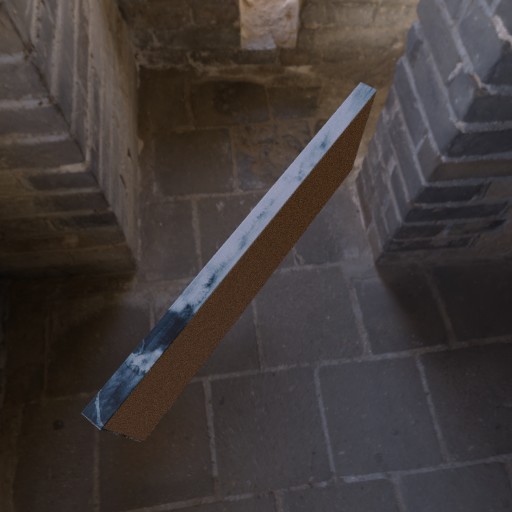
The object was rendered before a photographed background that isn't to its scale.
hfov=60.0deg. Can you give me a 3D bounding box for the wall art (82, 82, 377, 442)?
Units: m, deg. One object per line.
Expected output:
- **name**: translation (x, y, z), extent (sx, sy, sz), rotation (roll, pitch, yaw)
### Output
- **wall art**: translation (0.000, 0.000, 0.841), extent (0.037, 0.251, 0.759), rotation (33, 68, 15)
